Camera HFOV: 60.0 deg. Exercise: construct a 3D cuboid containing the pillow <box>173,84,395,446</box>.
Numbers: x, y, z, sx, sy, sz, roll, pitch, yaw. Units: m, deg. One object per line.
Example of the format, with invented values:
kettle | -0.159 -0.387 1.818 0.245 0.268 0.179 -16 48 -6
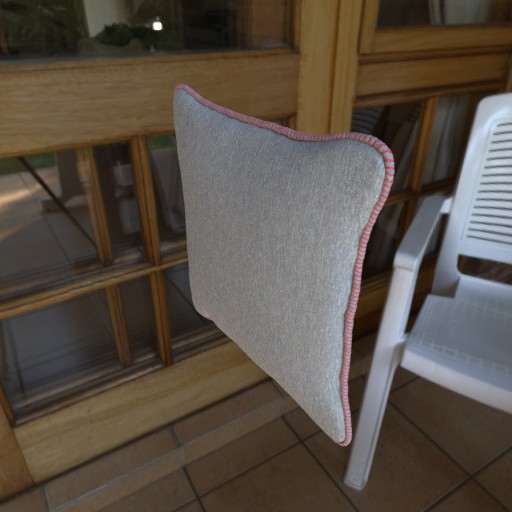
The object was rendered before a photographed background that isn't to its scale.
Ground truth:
pillow | 0.000 0.000 0.741 0.124 0.491 0.482 -21 36 -31
